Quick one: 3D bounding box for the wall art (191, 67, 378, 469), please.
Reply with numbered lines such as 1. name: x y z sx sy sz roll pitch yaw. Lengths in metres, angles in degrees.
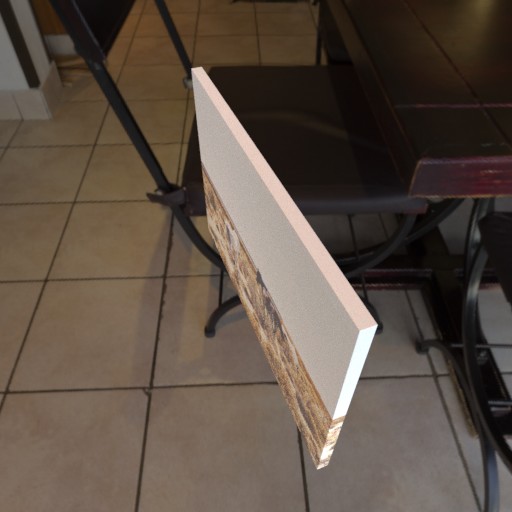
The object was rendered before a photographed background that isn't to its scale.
1. wall art: 0.000 0.000 1.926 0.051 1.016 1.520 -16 49 -14
